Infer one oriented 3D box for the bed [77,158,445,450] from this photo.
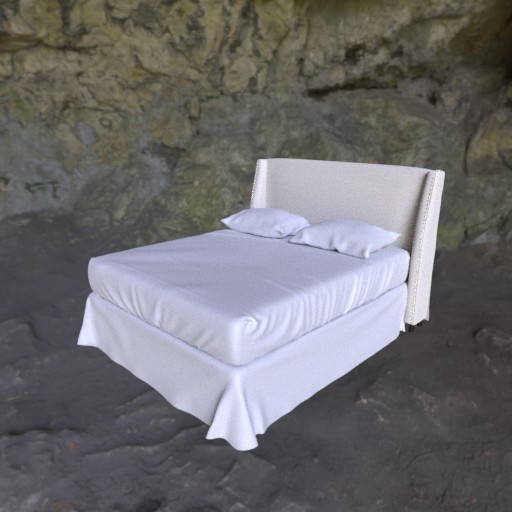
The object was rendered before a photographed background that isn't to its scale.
[{"bbox_3d":[0.000,0.000,3.469,1.925,1.332,2.276,15,22,42],"label":"bed"}]
